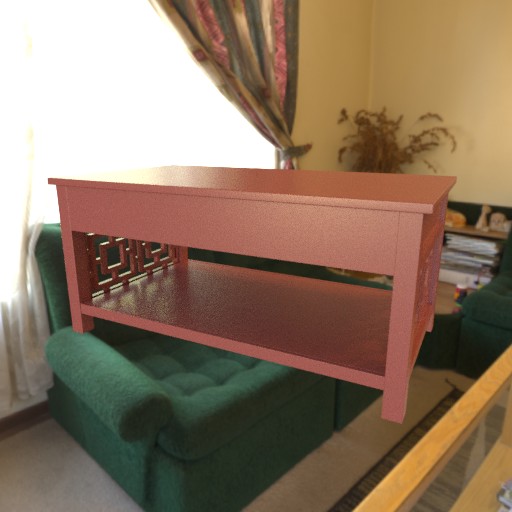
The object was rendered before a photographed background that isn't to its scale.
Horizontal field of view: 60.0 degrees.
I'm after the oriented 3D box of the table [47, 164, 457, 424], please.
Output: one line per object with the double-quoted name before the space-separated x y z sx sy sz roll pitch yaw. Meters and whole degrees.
"table" 0.000 0.000 1.395 1.068 0.493 0.612 8 18 26
